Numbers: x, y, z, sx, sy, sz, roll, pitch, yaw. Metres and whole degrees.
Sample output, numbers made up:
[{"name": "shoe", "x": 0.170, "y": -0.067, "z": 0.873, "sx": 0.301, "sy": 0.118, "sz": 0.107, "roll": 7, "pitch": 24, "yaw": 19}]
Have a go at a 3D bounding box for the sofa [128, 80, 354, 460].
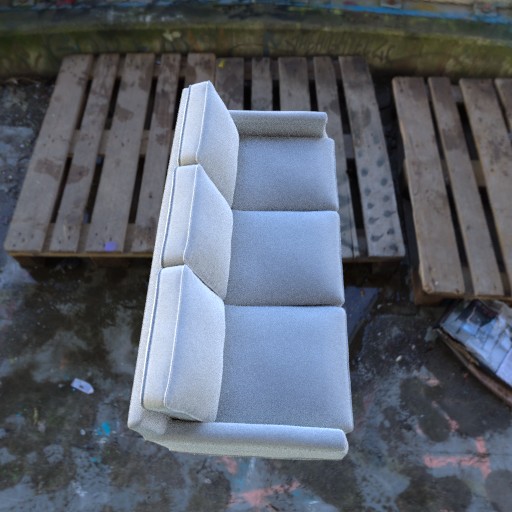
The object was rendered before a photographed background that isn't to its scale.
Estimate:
[{"name": "sofa", "x": 0.000, "y": 0.000, "z": 2.763, "sx": 1.084, "sy": 1.003, "sz": 2.246, "roll": 2, "pitch": 61, "yaw": 1}]
